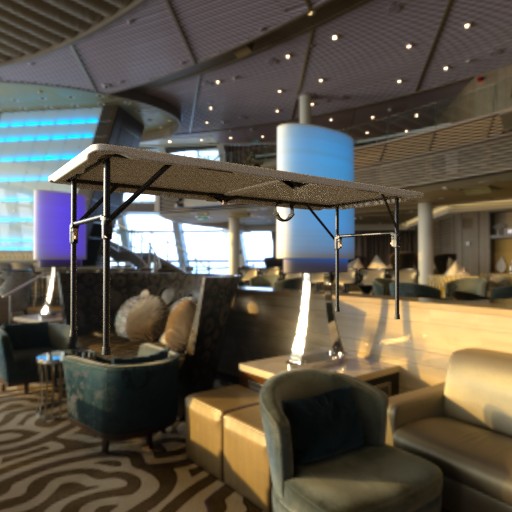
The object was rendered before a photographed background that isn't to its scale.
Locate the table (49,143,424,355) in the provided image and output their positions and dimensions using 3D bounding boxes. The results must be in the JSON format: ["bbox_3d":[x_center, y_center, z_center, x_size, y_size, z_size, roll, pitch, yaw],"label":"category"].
[{"bbox_3d":[0.000,0.000,2.263,1.829,0.719,0.761,0,-1,-36],"label":"table"}]
